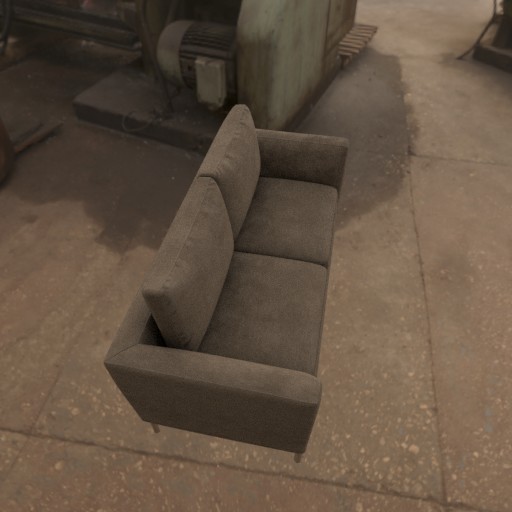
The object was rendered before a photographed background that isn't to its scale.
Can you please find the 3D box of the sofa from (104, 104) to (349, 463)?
[{"bbox_3d":[0.000,0.000,2.440,0.855,1.013,1.832,8,47,8],"label":"sofa"}]
